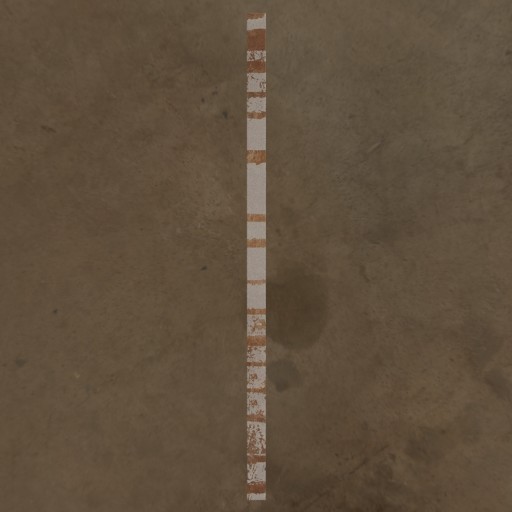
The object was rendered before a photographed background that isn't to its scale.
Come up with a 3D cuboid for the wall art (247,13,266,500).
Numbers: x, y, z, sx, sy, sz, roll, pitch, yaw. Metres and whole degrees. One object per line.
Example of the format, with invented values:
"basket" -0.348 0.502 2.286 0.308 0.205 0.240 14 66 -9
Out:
"wall art" 0.000 0.000 1.136 0.035 0.609 0.914 0 91 0
